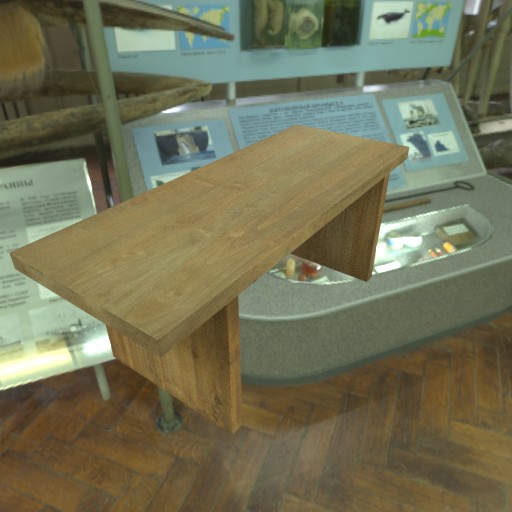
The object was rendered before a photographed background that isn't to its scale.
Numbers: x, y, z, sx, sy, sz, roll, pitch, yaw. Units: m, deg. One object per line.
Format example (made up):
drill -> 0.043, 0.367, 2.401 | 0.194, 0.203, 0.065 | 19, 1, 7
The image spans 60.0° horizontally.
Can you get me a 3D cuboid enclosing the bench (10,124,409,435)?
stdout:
bench -> 0.000, 0.000, 1.370 | 0.458, 0.458, 1.183 | 21, 38, 30
